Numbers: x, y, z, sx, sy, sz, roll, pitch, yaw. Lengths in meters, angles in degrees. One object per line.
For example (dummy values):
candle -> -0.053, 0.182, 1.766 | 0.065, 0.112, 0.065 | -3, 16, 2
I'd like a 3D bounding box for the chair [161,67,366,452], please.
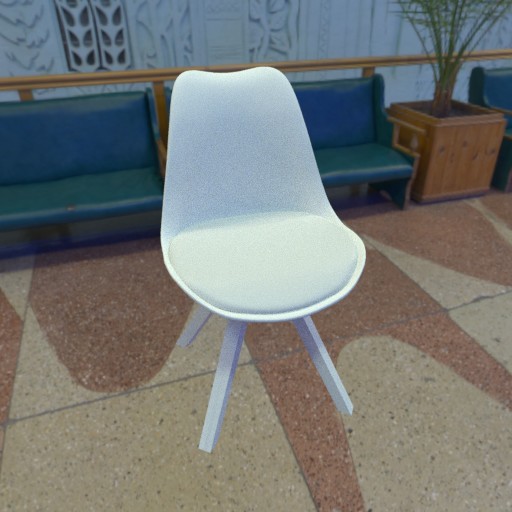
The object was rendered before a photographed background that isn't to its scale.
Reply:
chair -> 0.000, 0.000, 1.178 | 0.485, 0.850, 0.550 | -9, 33, -14
